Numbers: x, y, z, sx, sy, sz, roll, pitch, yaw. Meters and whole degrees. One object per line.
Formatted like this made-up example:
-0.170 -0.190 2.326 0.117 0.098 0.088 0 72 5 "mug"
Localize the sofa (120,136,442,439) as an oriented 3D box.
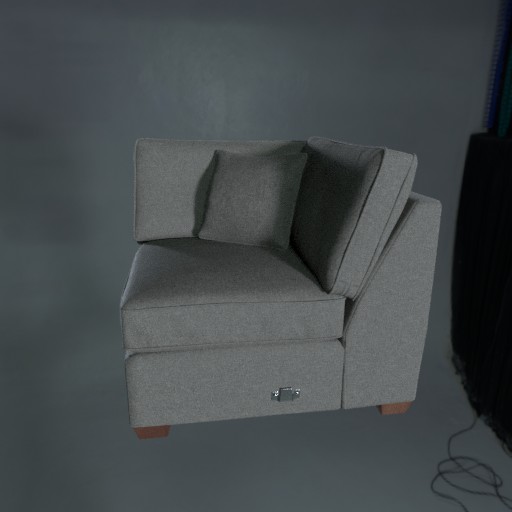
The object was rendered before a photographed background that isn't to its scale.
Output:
0.000 0.000 1.959 1.084 1.002 1.146 -3 17 -9 "sofa"
